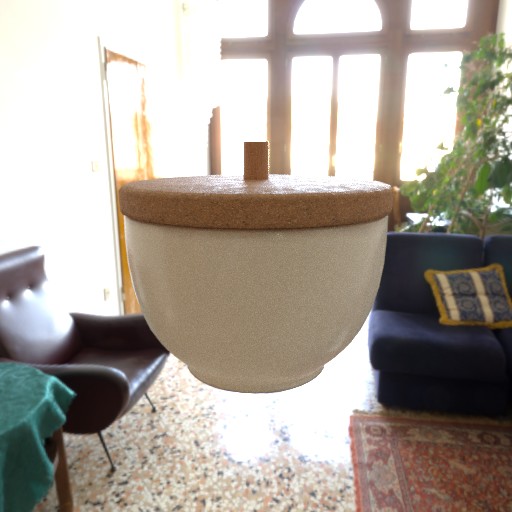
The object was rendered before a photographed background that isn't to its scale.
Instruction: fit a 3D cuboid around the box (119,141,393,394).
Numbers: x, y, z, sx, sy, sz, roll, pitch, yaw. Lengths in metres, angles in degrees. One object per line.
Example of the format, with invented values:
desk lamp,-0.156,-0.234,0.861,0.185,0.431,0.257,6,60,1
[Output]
box,0.000,0.000,0.187,0.107,0.094,0.107,0,13,0
